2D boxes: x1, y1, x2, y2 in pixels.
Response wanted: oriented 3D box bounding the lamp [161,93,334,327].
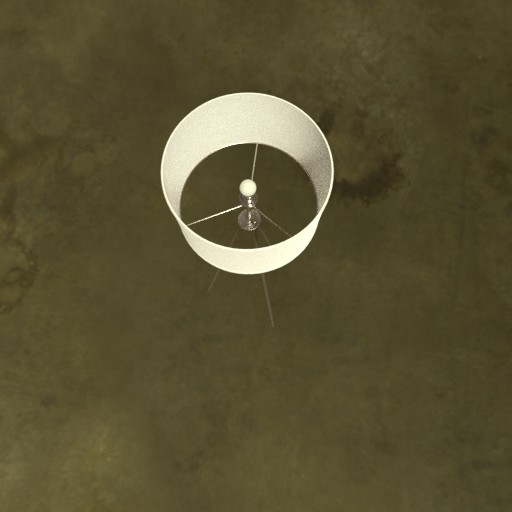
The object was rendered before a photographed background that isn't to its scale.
[{"bbox_3d":[0.000,0.000,1.787,0.448,1.545,0.458,-36,78,-9],"label":"lamp"}]
